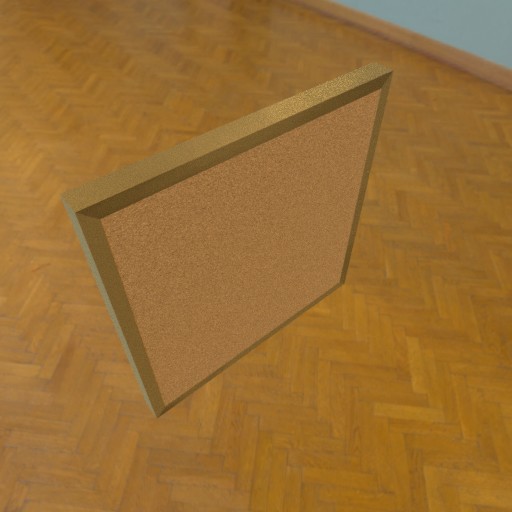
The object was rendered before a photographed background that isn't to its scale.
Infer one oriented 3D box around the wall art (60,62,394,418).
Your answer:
[{"bbox_3d":[0.000,0.000,0.755,0.507,0.508,0.038,-31,54,-26],"label":"wall art"}]
